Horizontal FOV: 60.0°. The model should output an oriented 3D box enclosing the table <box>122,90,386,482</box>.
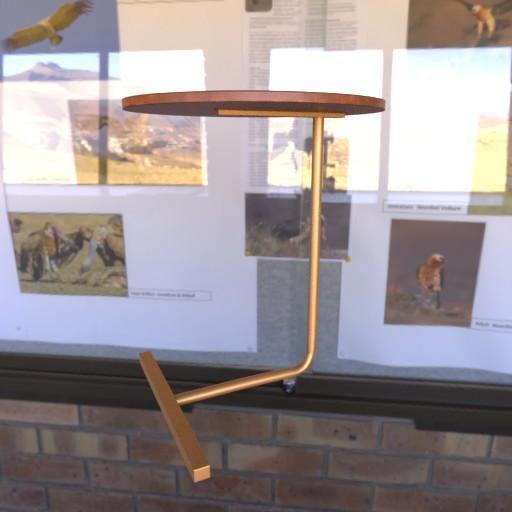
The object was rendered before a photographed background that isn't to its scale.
[{"bbox_3d":[0.000,0.000,1.080,0.577,0.706,0.530,-7,16,-24],"label":"table"}]
